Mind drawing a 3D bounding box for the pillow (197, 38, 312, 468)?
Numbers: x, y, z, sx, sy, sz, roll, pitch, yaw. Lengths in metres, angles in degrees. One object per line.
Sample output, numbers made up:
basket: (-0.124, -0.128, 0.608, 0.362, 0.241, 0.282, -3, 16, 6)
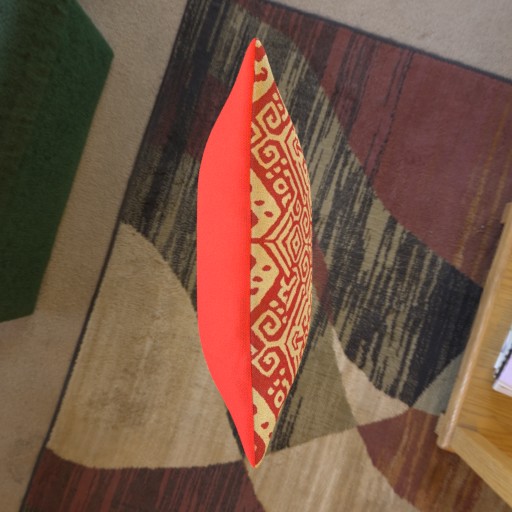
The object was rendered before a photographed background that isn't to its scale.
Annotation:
pillow: (0.000, 0.000, 0.783, 0.192, 0.507, 0.522, 0, 90, 1)
